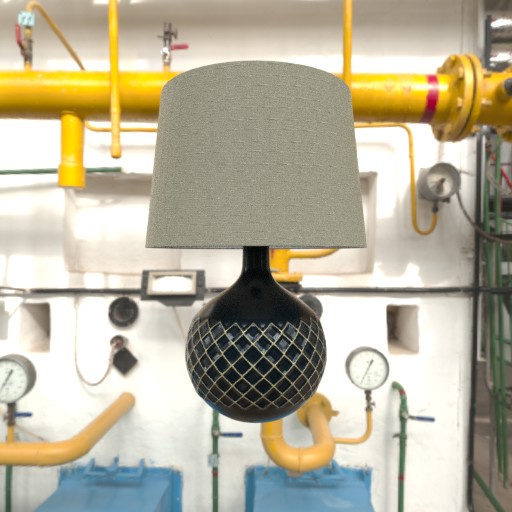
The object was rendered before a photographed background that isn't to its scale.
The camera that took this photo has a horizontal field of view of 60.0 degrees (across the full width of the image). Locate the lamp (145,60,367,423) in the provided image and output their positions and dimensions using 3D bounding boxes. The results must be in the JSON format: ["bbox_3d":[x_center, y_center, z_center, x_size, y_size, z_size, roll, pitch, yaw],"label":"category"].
[{"bbox_3d":[0.000,0.000,0.773,0.376,0.540,0.376,0,0,0],"label":"lamp"}]
